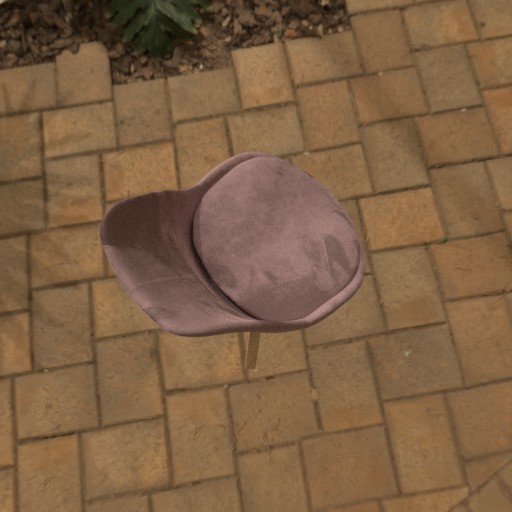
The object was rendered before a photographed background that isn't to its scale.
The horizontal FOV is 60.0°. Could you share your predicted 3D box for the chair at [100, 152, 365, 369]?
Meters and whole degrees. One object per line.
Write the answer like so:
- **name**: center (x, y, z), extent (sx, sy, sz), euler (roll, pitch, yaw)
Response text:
- **chair**: center (0.000, 0.000, 1.184), extent (0.550, 0.850, 0.485), euler (-37, 79, -9)
